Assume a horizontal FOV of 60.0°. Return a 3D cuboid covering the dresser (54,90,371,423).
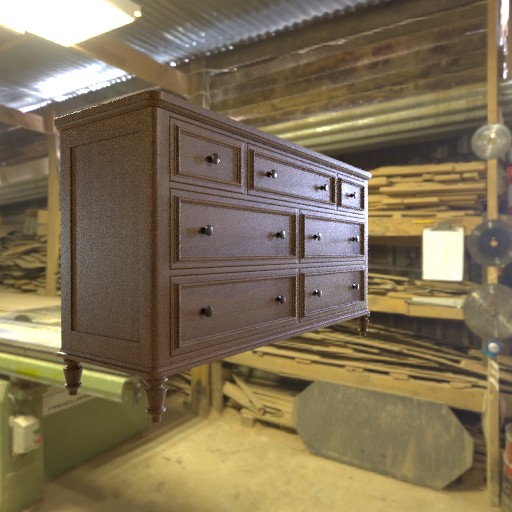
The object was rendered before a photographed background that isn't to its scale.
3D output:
[{"bbox_3d":[0.000,0.000,1.939,0.468,0.892,1.583,0,1,35],"label":"dresser"}]
